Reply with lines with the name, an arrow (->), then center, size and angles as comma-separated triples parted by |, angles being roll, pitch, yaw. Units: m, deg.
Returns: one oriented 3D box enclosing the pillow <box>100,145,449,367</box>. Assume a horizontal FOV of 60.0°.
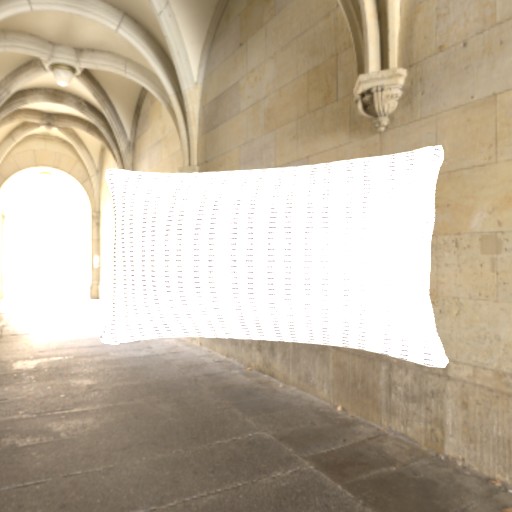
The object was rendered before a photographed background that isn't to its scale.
pillow -> 0.000, 0.000, 0.805 | 0.640, 0.353, 0.210 | 0, -1, 17
